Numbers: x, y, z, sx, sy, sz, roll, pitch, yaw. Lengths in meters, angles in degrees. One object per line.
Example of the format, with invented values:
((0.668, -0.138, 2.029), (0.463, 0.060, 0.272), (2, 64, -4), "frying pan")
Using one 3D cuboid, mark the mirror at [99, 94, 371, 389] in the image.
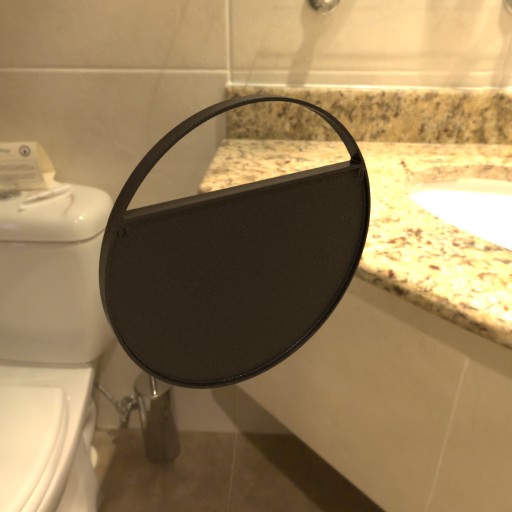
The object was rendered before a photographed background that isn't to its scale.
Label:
((0.000, 0.000, 0.823), (0.565, 0.565, 0.032), (-18, 34, -29), "mirror")
